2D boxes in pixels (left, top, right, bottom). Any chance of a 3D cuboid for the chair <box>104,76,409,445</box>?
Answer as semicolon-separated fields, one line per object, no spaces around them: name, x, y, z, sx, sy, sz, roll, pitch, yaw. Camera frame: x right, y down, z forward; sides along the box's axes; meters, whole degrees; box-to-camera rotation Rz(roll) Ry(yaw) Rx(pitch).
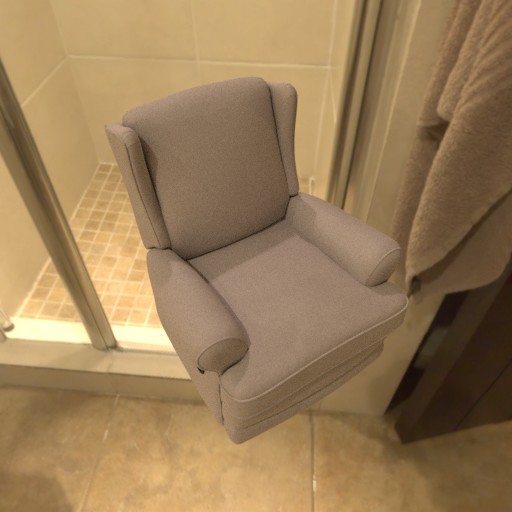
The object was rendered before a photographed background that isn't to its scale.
chair;0.000;0.000;1.690;0.847;1.011;0.969;-24;51;-22
